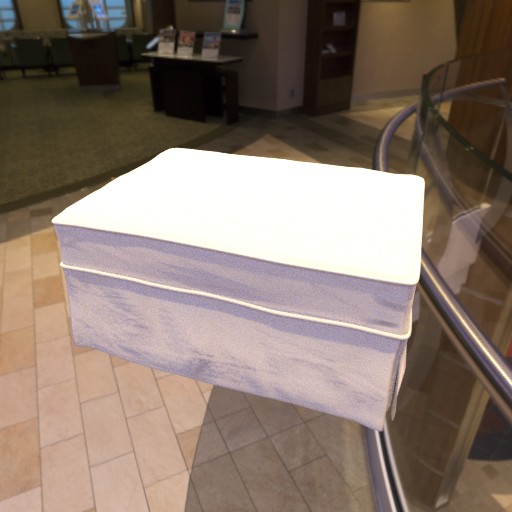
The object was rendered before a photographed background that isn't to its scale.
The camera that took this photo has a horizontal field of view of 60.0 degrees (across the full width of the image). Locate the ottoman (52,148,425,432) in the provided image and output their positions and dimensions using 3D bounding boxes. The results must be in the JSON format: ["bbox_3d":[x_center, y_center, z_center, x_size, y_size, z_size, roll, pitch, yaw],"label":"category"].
[{"bbox_3d":[0.000,0.000,1.347,0.944,0.479,0.703,10,32,16],"label":"ottoman"}]
